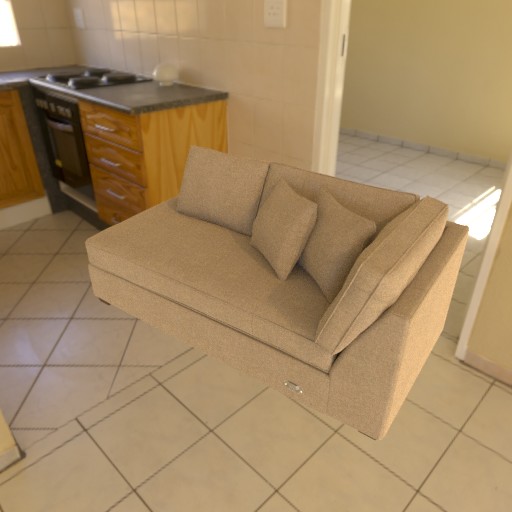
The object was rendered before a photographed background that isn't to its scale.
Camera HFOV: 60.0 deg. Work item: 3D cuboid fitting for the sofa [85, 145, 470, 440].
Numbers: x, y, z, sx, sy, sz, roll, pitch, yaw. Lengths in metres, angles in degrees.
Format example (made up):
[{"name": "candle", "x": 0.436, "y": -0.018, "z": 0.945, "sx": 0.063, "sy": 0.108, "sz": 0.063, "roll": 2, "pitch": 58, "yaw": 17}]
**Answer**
[{"name": "sofa", "x": 0.000, "y": 0.000, "z": 2.853, "sx": 2.238, "sy": 1.019, "sz": 1.110, "roll": 19, "pitch": 35, "yaw": 30}]
